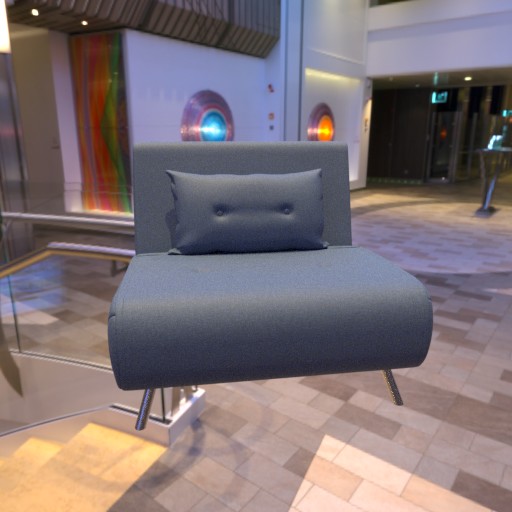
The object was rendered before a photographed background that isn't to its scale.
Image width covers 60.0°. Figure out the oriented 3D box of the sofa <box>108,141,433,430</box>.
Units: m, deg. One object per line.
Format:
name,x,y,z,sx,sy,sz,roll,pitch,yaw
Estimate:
sofa,0.000,0.000,1.741,0.999,0.860,0.996,-2,16,-8
